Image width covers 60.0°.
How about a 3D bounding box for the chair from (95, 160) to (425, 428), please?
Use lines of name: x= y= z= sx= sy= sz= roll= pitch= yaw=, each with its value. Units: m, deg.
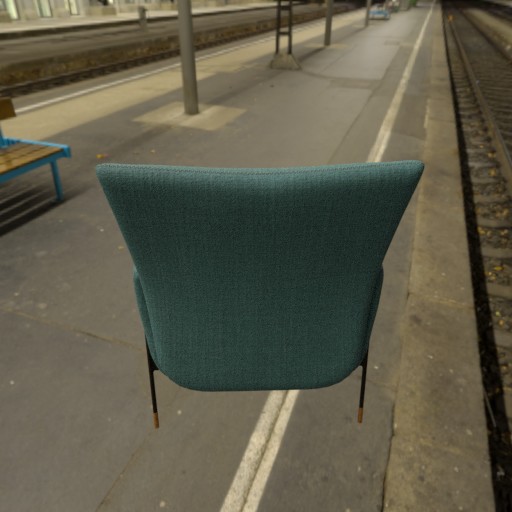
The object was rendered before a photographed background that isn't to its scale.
chair: x=0.000 y=0.000 z=1.413 sx=0.678 sy=0.859 sz=0.769 roll=-1 pitch=31 yaw=-1
